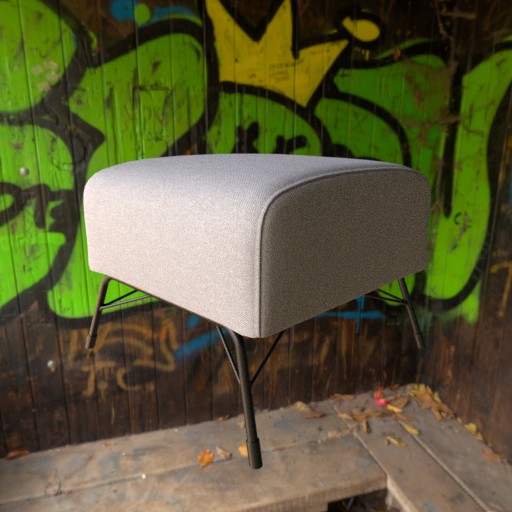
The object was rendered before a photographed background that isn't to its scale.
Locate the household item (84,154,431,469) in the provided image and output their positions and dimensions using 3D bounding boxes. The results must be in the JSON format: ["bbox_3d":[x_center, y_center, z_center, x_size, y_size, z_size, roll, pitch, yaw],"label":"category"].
[{"bbox_3d":[0.000,0.000,0.914,0.530,0.410,0.530,14,20,43],"label":"household item"}]
